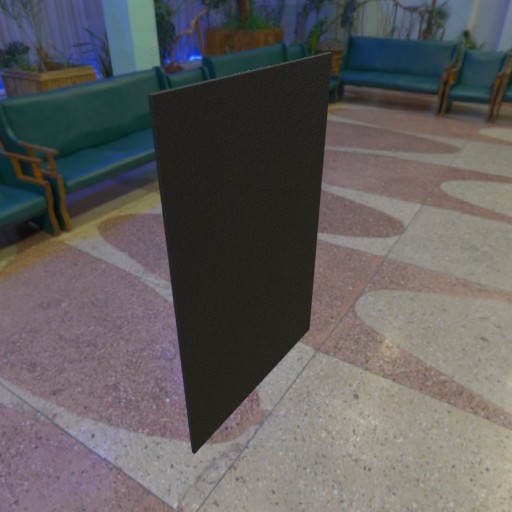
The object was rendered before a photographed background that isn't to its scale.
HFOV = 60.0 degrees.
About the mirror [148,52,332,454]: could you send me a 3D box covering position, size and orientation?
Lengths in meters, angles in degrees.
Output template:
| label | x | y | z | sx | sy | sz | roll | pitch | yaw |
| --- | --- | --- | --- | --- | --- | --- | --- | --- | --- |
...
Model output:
| label | x | y | z | sx | sy | sz | roll | pitch | yaw |
| --- | --- | --- | --- | --- | --- | --- | --- | --- | --- |
| mirror | 0.000 | 0.000 | 1.157 | 0.039 | 0.914 | 0.613 | 21 | 37 | 30 |
